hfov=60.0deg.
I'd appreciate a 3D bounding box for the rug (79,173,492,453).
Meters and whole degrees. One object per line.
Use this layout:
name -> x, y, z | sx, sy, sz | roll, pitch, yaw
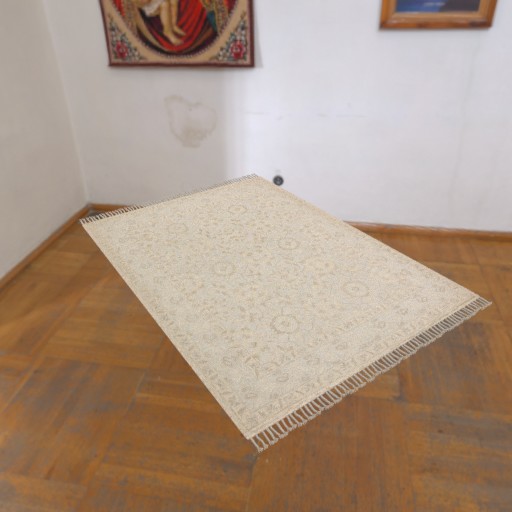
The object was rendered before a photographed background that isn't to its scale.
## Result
rug -> 0.000, 0.000, 2.208 | 1.223, 0.015, 1.771 | -21, 38, -29
